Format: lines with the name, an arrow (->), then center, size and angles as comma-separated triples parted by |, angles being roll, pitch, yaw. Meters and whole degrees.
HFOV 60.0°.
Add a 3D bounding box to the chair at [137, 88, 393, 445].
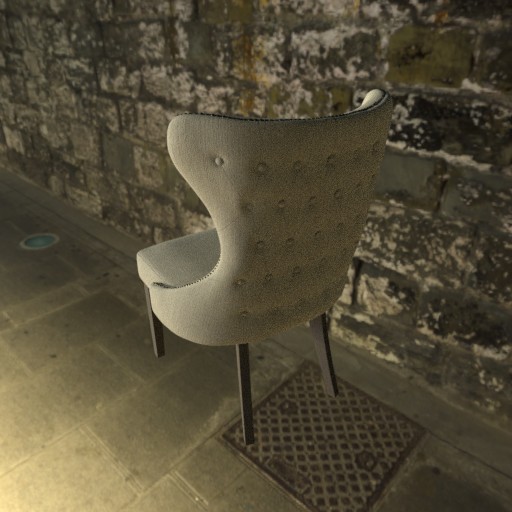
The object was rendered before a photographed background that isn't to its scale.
chair -> 0.000, 0.000, 1.351 | 0.628, 0.967, 0.635 | -18, 33, -29
